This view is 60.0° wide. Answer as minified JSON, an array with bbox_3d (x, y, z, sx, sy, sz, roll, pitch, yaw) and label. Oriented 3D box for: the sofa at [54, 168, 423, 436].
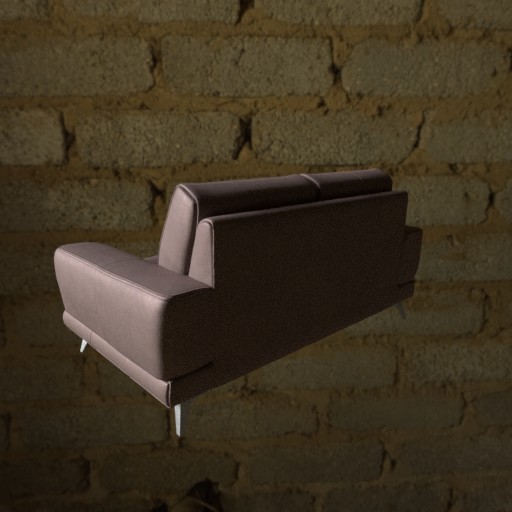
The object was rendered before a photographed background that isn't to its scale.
[{"bbox_3d":[0.000,0.000,2.392,1.806,0.907,1.018,-13,20,-41],"label":"sofa"}]
